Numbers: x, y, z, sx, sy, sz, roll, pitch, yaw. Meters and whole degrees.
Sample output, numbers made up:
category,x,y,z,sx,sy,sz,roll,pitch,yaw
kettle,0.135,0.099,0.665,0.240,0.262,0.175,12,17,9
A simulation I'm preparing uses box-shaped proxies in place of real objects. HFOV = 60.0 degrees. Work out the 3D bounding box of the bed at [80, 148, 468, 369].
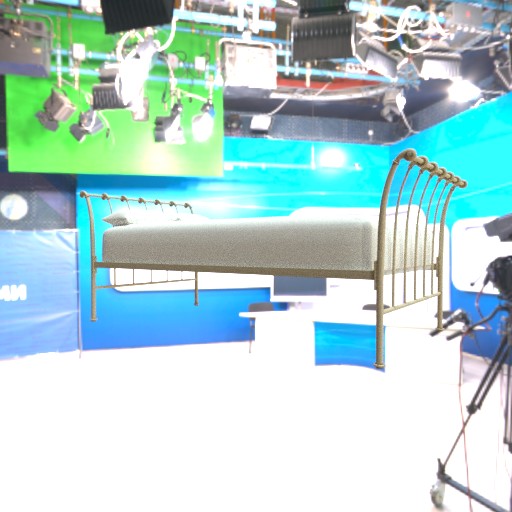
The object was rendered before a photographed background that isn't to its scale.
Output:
category,x,y,z,sx,sy,sz,roll,pitch,yaw
bed,0.000,0.000,2.756,2.228,0.873,1.032,1,1,36
